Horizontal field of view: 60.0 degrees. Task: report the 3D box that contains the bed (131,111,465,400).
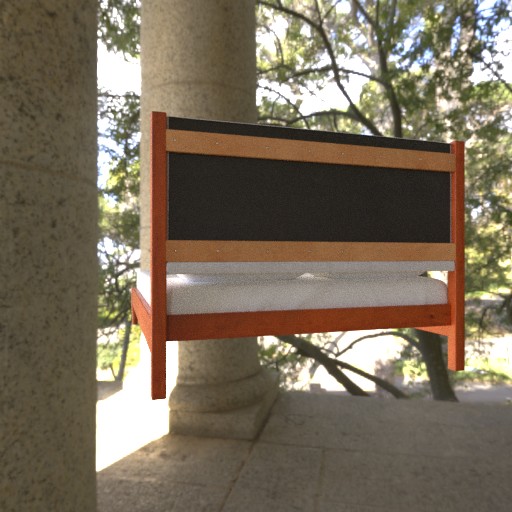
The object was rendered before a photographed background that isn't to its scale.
[{"bbox_3d":[0.000,0.000,3.022,1.566,1.165,2.117,0,0,-18],"label":"bed"}]
